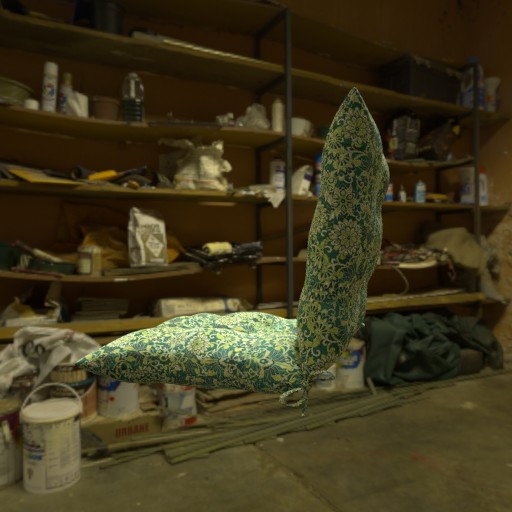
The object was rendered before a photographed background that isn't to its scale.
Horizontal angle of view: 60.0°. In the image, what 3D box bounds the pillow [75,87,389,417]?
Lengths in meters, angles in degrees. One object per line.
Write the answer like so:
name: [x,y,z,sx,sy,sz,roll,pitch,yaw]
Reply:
pillow: [0.000,0.000,1.015,0.585,0.536,0.541,0,0,18]
